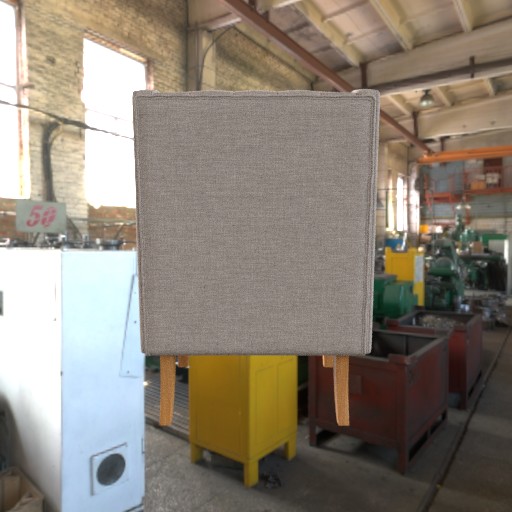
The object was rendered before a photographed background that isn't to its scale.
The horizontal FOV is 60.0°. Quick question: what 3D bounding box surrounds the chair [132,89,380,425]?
[{"bbox_3d":[0.000,0.000,1.489,0.710,0.930,0.760,0,2,0],"label":"chair"}]
